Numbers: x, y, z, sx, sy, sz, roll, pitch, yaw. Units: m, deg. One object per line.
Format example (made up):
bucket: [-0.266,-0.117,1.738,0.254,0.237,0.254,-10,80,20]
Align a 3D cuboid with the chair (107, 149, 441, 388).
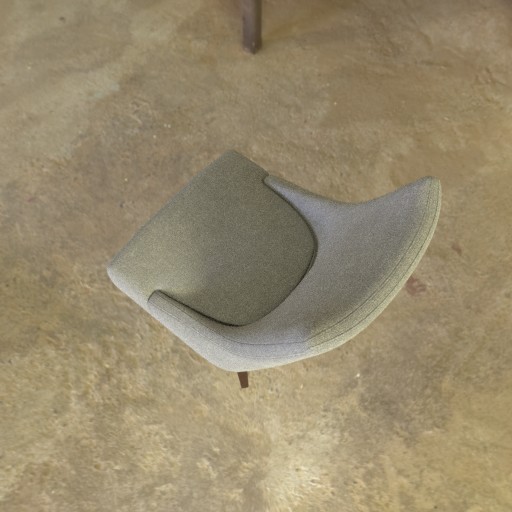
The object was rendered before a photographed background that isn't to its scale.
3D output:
chair: [0.000,0.000,1.483,0.861,0.909,0.701,36,69,16]
